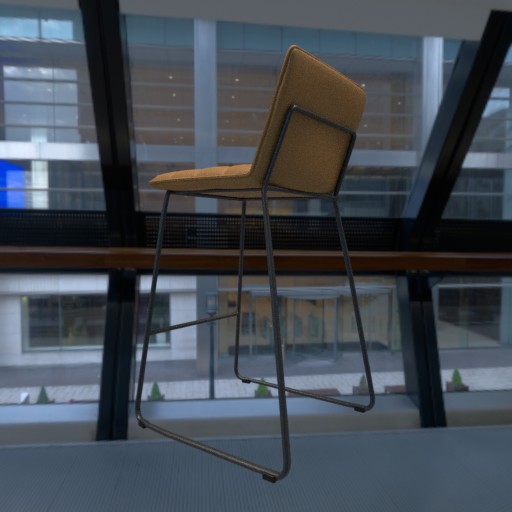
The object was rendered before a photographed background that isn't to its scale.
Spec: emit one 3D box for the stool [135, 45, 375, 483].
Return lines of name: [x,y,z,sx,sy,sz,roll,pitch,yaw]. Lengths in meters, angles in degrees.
stool: [0.000,0.000,1.251,0.524,0.936,0.489,2,3,37]
